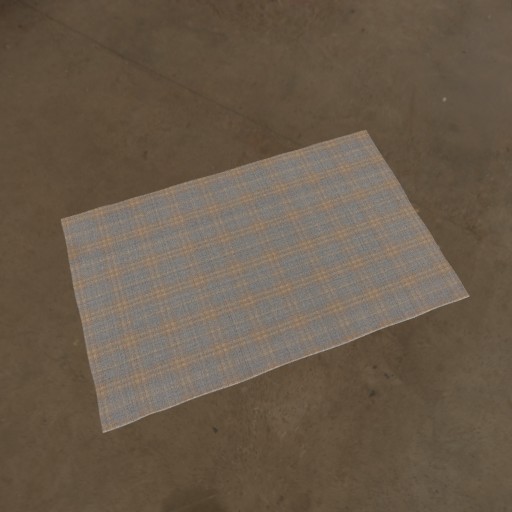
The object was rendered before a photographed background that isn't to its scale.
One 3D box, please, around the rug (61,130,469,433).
[{"bbox_3d":[0.000,0.000,3.073,2.460,0.016,1.545,-18,65,-9],"label":"rug"}]
